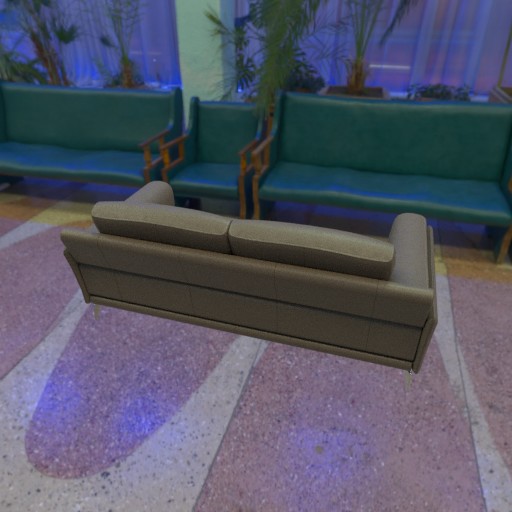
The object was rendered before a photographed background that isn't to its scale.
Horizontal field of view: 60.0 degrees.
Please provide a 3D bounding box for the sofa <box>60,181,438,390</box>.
[{"bbox_3d":[0.000,0.000,2.798,2.101,0.930,1.049,9,33,15],"label":"sofa"}]
